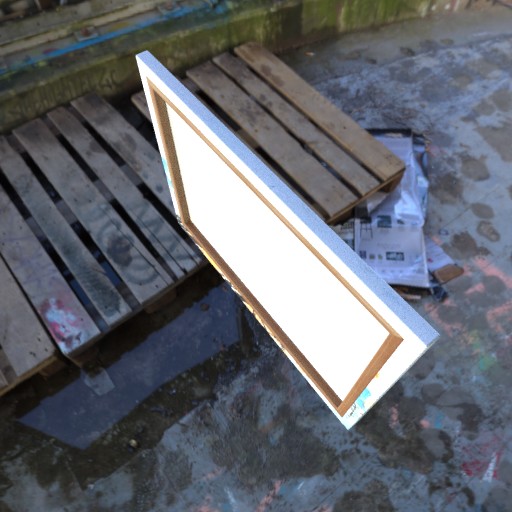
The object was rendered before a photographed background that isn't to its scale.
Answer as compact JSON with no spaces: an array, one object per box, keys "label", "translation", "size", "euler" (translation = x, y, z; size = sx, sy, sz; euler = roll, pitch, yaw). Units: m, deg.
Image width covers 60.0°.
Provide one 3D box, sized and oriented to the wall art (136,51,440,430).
[{"label":"wall art","translation":[0.000,0.000,1.298],"size":[0.038,0.762,1.016],"euler":[-33,64,-18]}]
